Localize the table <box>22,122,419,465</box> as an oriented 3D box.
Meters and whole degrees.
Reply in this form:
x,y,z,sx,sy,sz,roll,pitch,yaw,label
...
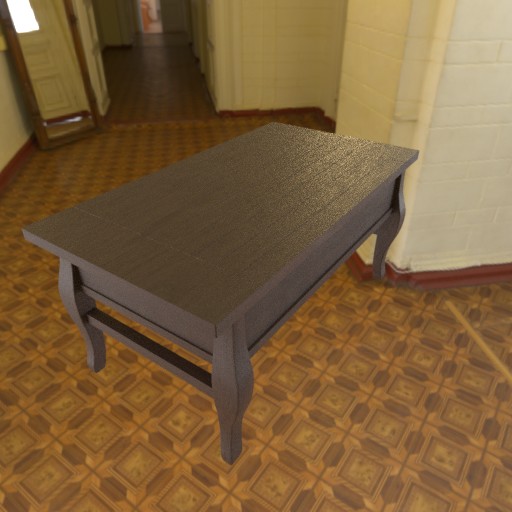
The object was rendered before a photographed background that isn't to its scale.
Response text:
x,y,z,sx,sy,sz,roll,pitch,yaw,label
0.000,0.000,1.384,0.600,0.494,1.062,21,38,29,table
